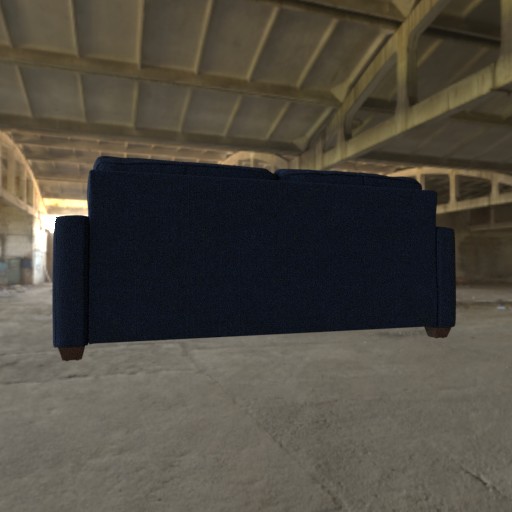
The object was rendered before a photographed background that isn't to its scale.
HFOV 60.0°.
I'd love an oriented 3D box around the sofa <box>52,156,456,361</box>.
[{"bbox_3d":[0.000,0.000,2.568,2.080,0.919,0.940,0,-1,-18],"label":"sofa"}]
